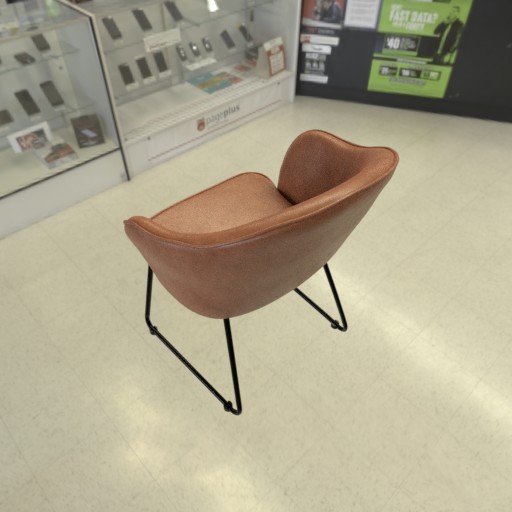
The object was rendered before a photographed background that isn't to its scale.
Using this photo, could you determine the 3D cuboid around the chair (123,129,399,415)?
[{"bbox_3d":[0.000,0.000,1.187,0.582,0.785,0.580,-32,53,-27],"label":"chair"}]
